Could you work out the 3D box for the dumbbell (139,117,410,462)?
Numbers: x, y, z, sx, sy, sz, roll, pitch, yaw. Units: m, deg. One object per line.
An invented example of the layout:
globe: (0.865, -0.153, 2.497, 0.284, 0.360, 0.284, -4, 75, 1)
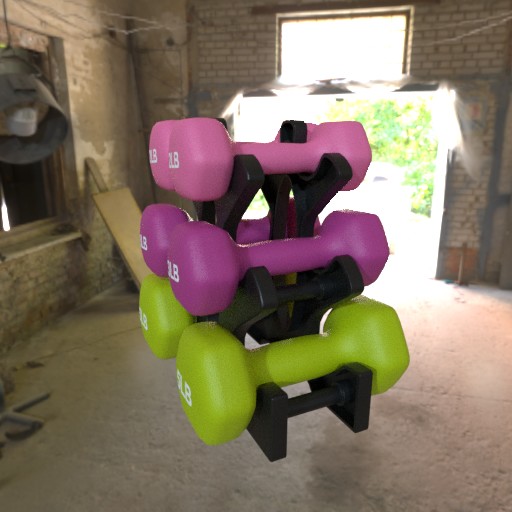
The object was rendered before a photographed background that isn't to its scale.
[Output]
dumbbell: (0.000, 0.000, 0.441, 0.203, 0.261, 0.257, -7, 16, -25)
